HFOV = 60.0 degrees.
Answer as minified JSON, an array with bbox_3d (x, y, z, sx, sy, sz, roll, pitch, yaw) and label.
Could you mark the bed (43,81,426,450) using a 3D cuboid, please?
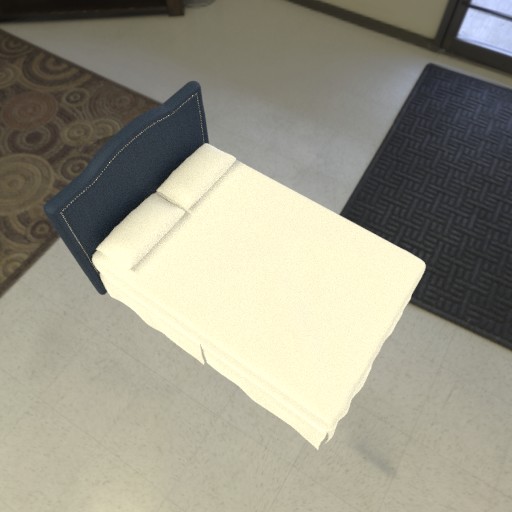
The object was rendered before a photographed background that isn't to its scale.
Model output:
[{"bbox_3d":[0.000,0.000,3.637,2.507,1.441,1.741,31,64,17],"label":"bed"}]
